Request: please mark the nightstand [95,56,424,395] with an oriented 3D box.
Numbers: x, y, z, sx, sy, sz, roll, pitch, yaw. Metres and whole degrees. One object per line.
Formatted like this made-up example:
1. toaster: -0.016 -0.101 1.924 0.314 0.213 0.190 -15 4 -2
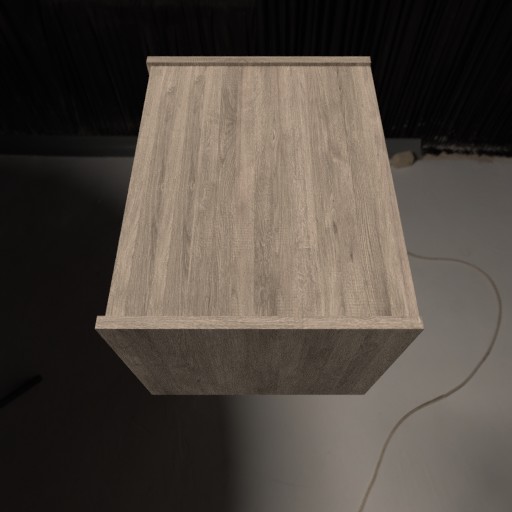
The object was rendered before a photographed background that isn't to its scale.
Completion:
1. nightstand: 0.000 0.000 0.836 0.380 0.500 0.480 0 60 0
